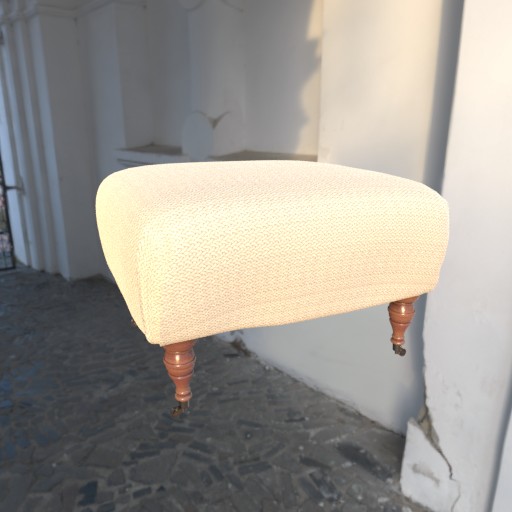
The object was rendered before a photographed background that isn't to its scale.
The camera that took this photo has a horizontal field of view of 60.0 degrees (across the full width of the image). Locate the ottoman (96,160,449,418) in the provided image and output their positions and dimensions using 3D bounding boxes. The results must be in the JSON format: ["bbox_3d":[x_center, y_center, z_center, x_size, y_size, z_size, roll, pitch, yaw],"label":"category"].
[{"bbox_3d":[0.000,0.000,1.082,0.684,0.447,0.622,-8,18,-24],"label":"ottoman"}]
